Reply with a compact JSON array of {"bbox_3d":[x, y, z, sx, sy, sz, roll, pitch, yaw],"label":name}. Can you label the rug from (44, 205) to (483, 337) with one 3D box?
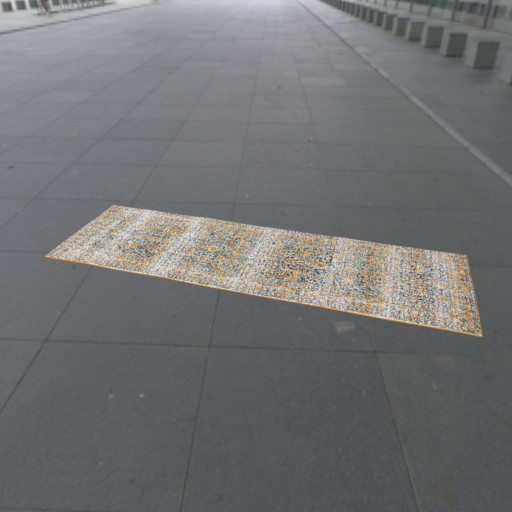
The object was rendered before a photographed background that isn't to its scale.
[{"bbox_3d":[0.000,0.000,2.508,2.294,0.014,0.704,9,33,14],"label":"rug"}]
